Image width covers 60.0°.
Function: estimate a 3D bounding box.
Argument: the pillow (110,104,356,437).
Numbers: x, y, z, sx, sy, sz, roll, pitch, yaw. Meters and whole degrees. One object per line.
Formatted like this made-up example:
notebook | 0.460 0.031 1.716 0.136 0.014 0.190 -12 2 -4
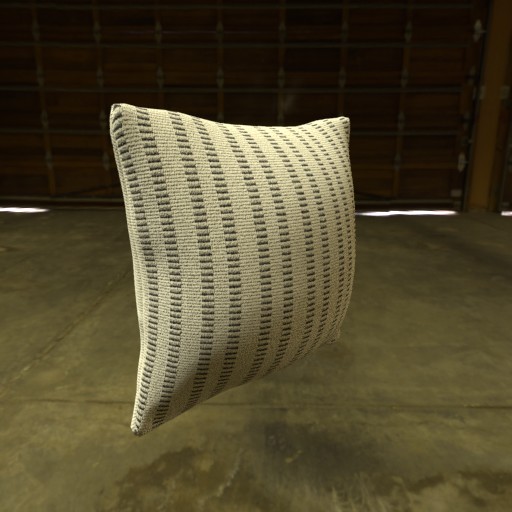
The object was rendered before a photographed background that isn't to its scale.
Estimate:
pillow | 0.000 0.000 0.674 0.438 0.419 0.247 -13 19 -42
